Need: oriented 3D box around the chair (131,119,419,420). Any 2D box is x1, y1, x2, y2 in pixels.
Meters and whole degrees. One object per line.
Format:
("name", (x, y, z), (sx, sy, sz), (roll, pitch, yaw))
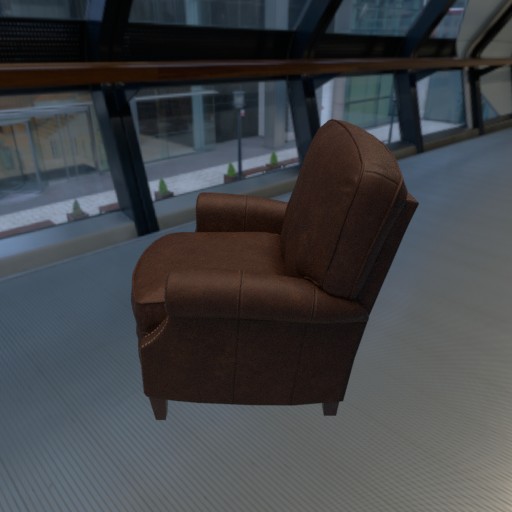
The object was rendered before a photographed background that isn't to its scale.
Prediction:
("chair", (0.000, 0.000, 1.783), (0.986, 1.018, 0.936), (0, 26, 0))
